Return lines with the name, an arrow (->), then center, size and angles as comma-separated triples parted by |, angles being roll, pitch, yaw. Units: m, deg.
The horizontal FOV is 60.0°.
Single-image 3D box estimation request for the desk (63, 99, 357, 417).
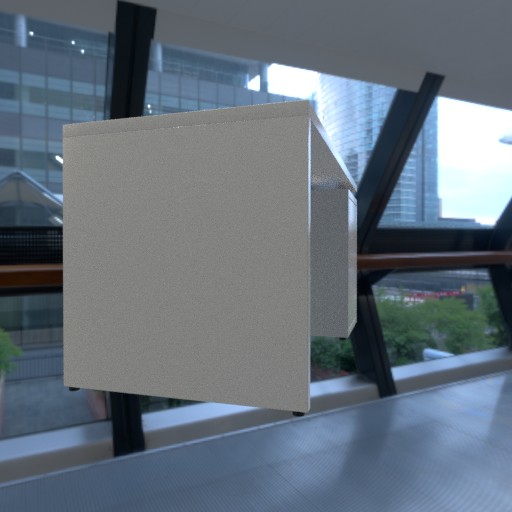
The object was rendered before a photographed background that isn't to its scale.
desk -> 0.000, 0.000, 1.800 | 0.690, 0.740, 1.400 | 0, 1, 17
